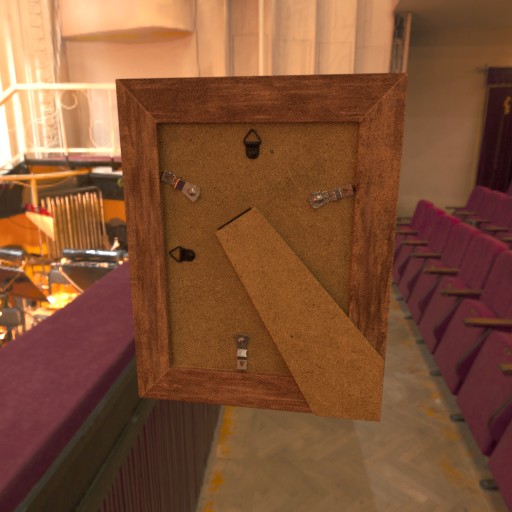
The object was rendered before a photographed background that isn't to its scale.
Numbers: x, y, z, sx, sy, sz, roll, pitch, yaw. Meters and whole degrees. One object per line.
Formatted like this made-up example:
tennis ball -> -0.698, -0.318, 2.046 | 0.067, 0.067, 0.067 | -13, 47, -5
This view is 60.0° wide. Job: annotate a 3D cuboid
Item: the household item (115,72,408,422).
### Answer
household item -> 0.000, 0.000, 0.314 | 0.186, 0.237, 0.018 | 2, 15, 9
